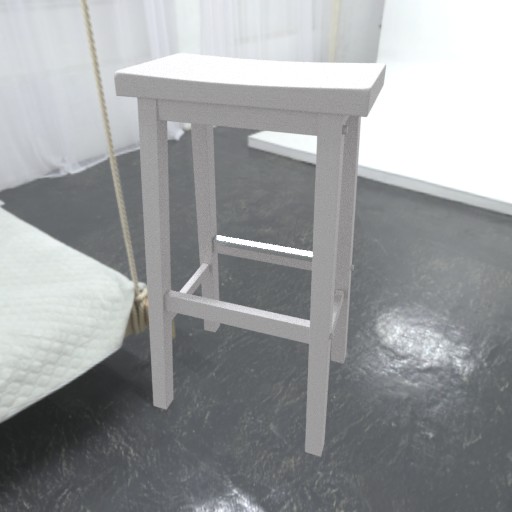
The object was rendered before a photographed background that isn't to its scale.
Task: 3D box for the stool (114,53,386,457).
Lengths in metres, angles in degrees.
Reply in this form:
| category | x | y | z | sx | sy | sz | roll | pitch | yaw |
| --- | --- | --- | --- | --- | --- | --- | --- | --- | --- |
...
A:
| category | x | y | z | sx | sy | sz | roll | pitch | yaw |
| --- | --- | --- | --- | --- | --- | --- | --- | --- | --- |
| stool | 0.000 | 0.000 | 0.936 | 0.406 | 0.742 | 0.322 | 10 | 33 | 16 |
